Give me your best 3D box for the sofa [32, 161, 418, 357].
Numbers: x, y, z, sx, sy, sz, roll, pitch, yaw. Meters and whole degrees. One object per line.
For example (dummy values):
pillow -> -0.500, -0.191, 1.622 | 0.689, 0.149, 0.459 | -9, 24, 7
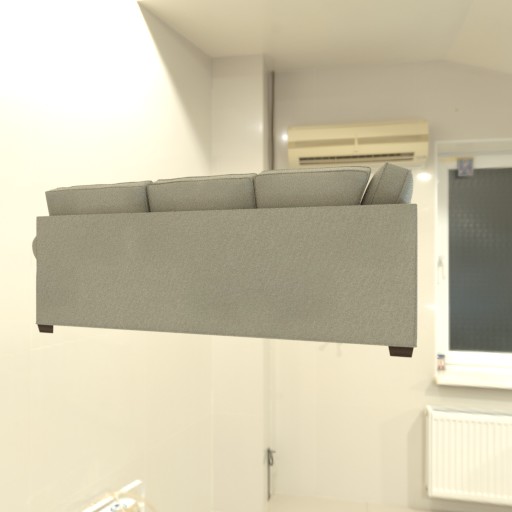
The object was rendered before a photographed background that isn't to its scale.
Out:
sofa -> 0.000, 0.000, 3.851 | 2.562, 1.053, 2.487 | 0, 0, 18
